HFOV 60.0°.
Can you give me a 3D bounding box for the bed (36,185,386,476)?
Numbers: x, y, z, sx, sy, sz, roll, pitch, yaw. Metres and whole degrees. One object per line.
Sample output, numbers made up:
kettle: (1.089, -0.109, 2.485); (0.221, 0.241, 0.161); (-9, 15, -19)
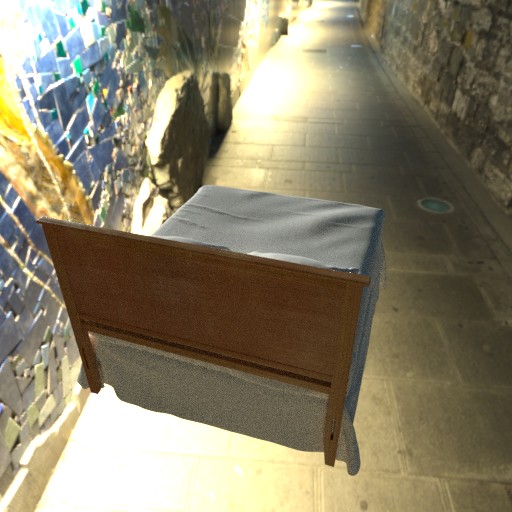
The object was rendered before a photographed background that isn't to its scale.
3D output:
bed: (0.000, 0.000, 3.133); (1.870, 1.273, 2.035); (10, 34, 16)
